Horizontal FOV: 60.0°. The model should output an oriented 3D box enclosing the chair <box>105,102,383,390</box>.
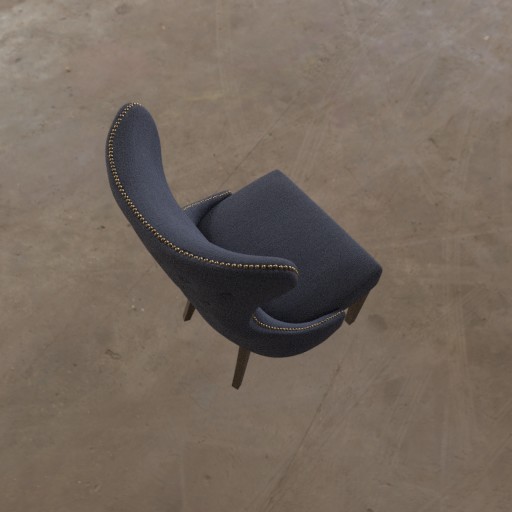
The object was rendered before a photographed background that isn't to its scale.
[{"bbox_3d":[0.000,0.000,1.379,0.635,0.967,0.628,-33,64,-18],"label":"chair"}]
